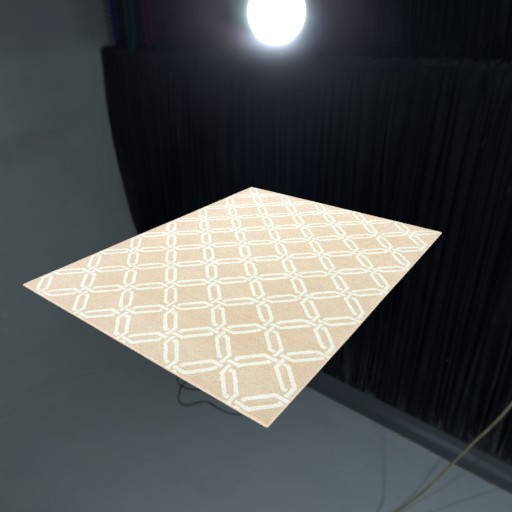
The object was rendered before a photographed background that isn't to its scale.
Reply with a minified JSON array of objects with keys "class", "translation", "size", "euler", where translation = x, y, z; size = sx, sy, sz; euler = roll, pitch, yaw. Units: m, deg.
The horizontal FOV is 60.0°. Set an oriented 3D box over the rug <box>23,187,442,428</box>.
[{"class":"rug","translation":[0.000,0.000,3.811],"size":[2.288,0.018,2.895],"euler":[19,33,32]}]
